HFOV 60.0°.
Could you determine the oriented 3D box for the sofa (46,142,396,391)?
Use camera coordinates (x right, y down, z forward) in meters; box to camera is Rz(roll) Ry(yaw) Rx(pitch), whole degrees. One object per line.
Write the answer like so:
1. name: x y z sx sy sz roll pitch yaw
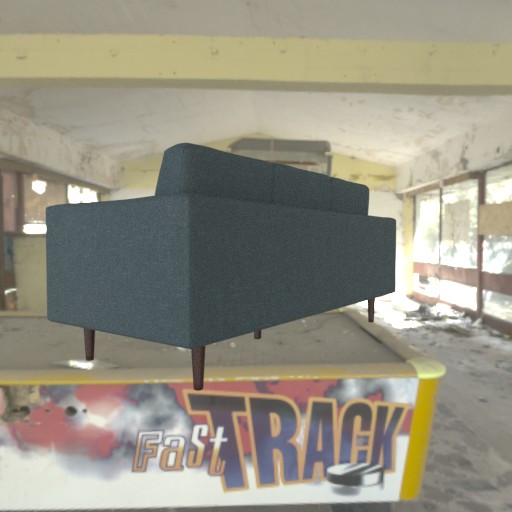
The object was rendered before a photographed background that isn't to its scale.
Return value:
1. sofa: 0.000 0.000 2.527 0.935 0.945 2.013 1 2 36
